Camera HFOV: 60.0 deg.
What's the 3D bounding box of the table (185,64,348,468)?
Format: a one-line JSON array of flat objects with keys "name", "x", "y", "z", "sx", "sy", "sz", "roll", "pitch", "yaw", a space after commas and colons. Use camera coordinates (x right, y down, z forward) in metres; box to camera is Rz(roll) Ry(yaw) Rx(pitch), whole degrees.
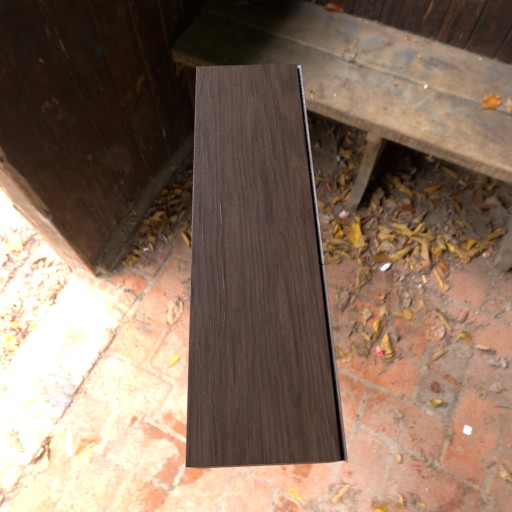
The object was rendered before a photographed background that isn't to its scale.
[{"name": "table", "x": 0.000, "y": 0.000, "z": 1.634, "sx": 0.405, "sy": 0.508, "sz": 1.397, "roll": -2, "pitch": 64, "yaw": -1}]
